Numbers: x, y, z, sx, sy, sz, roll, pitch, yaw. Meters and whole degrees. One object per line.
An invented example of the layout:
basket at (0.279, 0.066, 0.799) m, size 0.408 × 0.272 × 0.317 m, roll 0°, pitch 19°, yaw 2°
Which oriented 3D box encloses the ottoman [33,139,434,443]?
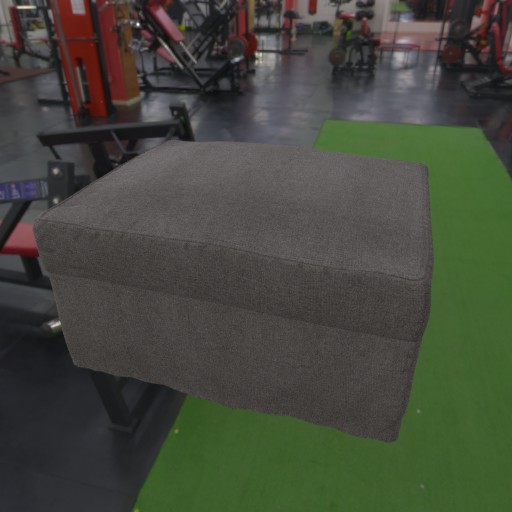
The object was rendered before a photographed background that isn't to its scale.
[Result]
ottoman at (0.000, 0.000, 1.195) m, size 0.833 × 0.492 × 0.652 m, roll 9°, pitch 32°, yaw 15°
